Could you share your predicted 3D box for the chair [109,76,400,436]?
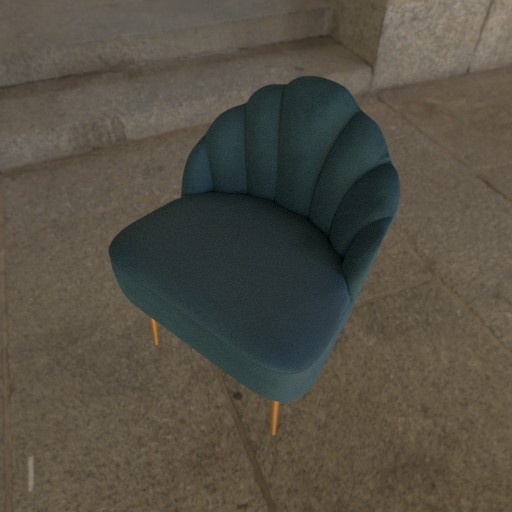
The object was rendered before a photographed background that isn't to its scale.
[{"bbox_3d":[0.000,0.000,1.253,0.657,0.819,0.599,29,53,25],"label":"chair"}]
